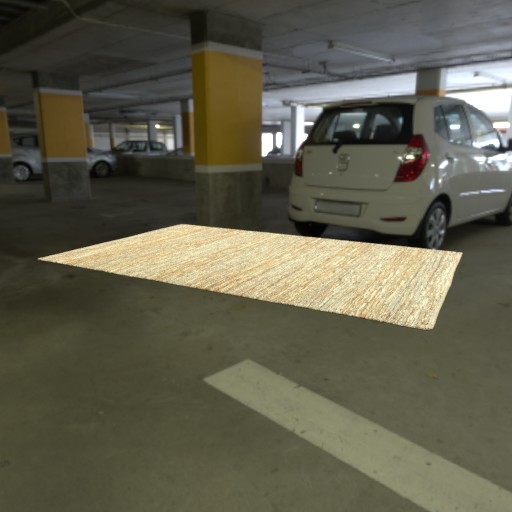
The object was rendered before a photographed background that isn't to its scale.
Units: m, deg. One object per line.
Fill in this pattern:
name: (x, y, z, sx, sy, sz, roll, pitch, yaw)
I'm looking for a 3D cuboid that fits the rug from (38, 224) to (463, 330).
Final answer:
rug: (0.000, 0.000, 2.995, 2.446, 0.009, 1.529, 7, 16, 28)
